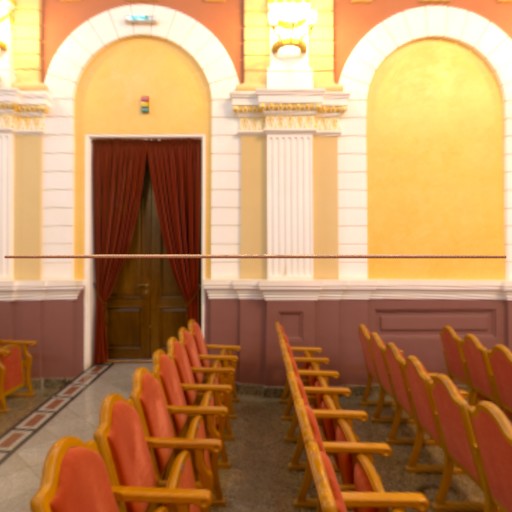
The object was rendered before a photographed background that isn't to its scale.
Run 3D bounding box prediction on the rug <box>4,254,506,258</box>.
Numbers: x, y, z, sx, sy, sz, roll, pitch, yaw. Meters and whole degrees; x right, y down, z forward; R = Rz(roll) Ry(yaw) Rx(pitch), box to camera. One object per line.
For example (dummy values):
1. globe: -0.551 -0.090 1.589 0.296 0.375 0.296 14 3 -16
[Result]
1. rug: 0.000 0.000 2.906 2.438 0.014 1.523 0 0 0
